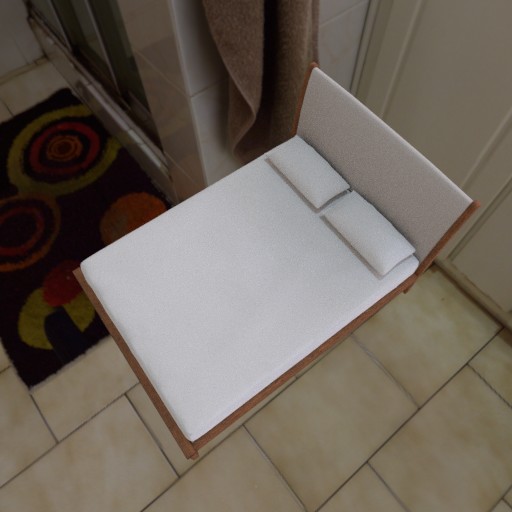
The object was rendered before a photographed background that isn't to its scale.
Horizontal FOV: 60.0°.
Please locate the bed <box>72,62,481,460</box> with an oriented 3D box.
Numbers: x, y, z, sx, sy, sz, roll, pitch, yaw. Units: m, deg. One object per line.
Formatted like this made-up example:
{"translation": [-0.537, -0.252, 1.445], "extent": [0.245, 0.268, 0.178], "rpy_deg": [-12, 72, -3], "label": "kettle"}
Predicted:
{"translation": [0.000, 0.000, 2.962], "extent": [2.108, 1.135, 1.502], "rpy_deg": [-33, 67, -16], "label": "bed"}
